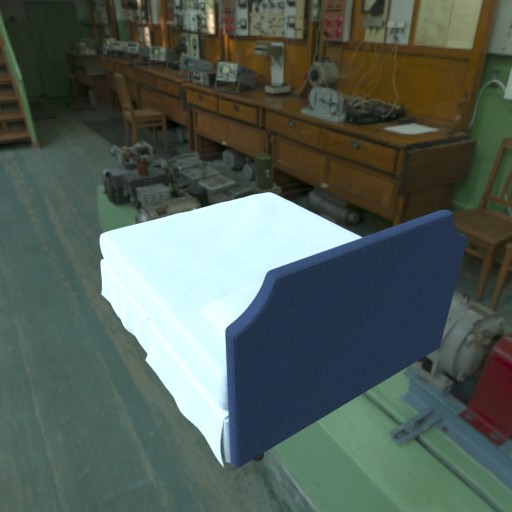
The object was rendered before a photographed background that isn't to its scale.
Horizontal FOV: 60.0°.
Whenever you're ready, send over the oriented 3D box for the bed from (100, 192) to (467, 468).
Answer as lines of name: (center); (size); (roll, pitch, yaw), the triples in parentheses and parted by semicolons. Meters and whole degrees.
bed: (0.000, 0.000, 4.189); (2.350, 1.488, 2.773); (-18, 34, -29)
